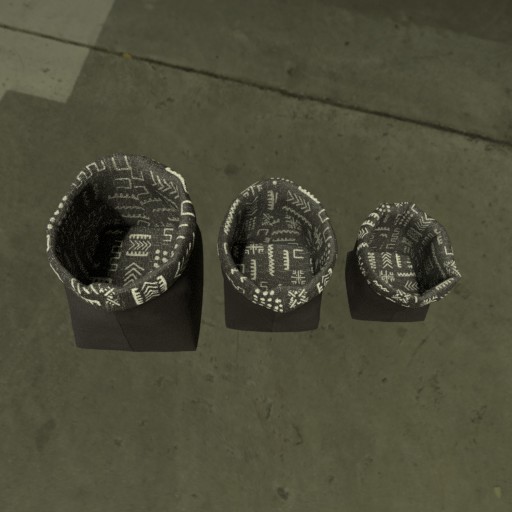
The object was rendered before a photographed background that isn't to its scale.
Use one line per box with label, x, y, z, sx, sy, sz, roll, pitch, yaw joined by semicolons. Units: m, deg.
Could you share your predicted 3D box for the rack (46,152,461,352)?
rack;0.000;0.000;1.049;0.905;0.323;0.379;0;62;0
